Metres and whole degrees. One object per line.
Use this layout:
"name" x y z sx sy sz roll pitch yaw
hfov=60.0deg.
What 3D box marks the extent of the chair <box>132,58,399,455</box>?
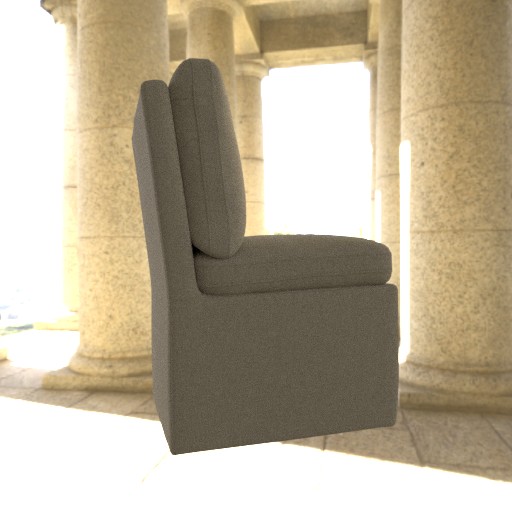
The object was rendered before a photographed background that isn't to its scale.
"chair" 0.000 0.000 1.317 0.698 0.927 0.503 0 0 -18
